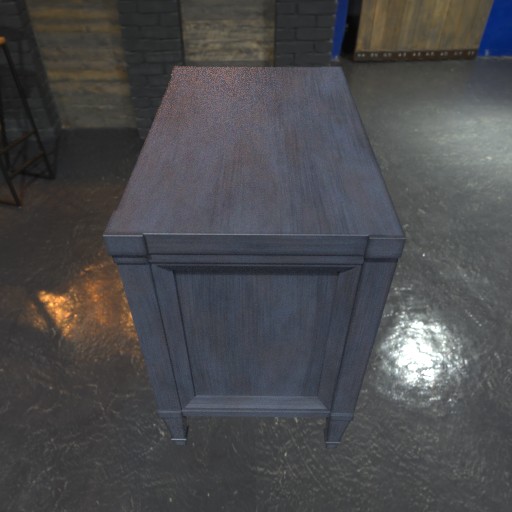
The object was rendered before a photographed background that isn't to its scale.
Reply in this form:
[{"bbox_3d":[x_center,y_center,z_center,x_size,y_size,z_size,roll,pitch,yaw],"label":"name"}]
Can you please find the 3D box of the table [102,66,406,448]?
[{"bbox_3d":[0.000,0.000,1.062,0.413,0.660,0.660,0,42,0],"label":"table"}]
